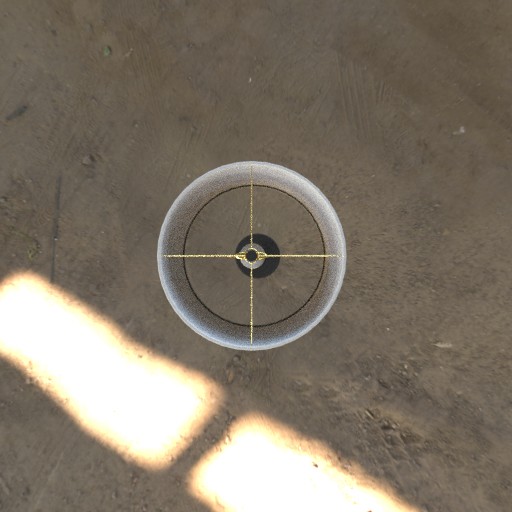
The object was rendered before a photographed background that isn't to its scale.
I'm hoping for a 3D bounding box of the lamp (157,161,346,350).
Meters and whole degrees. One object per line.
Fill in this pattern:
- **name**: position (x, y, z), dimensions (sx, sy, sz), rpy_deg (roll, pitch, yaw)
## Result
- **lamp**: position (0.000, 0.000, 1.629), dimensions (0.381, 1.480, 0.381), rpy_deg (0, 90, 1)
